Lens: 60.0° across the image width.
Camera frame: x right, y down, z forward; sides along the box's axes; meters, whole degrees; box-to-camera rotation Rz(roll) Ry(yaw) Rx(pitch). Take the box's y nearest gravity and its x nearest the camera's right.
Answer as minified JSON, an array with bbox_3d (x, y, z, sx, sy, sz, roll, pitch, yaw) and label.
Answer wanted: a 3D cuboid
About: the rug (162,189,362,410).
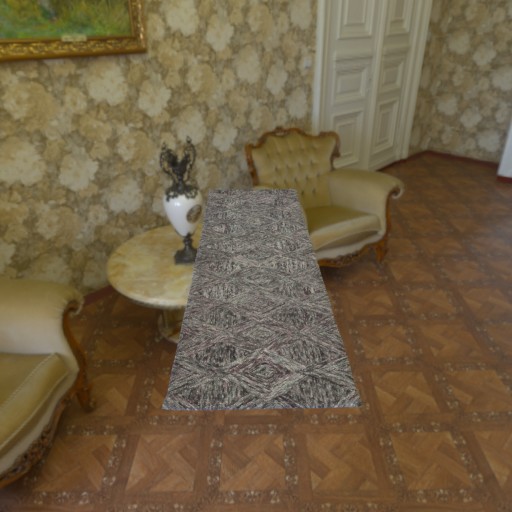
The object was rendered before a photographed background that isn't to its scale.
[{"bbox_3d":[0.000,0.000,2.585,0.719,0.013,2.305,-1,28,-1],"label":"rug"}]
